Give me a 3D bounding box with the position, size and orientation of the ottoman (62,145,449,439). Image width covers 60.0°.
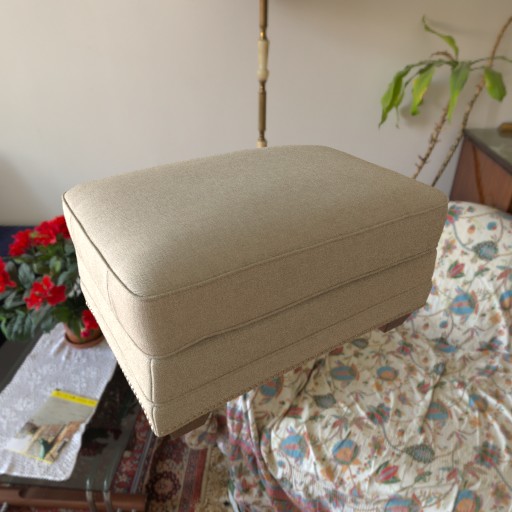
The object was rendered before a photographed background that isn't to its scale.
[{"bbox_3d":[0.000,0.000,1.151,0.813,0.458,0.559,-18,35,-28],"label":"ottoman"}]
